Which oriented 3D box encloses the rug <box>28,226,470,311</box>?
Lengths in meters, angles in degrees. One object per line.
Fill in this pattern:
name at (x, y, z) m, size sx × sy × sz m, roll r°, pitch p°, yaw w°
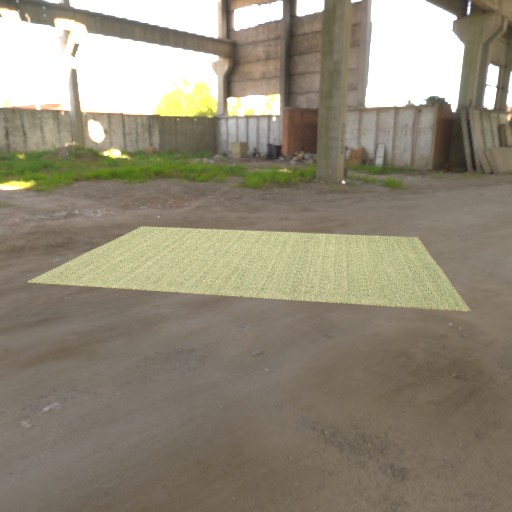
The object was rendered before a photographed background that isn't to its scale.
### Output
rug at (0.000, 0.000, 2.246) m, size 1.747 × 0.006 × 1.143 m, roll 3°, pitch 16°, yaw 10°
